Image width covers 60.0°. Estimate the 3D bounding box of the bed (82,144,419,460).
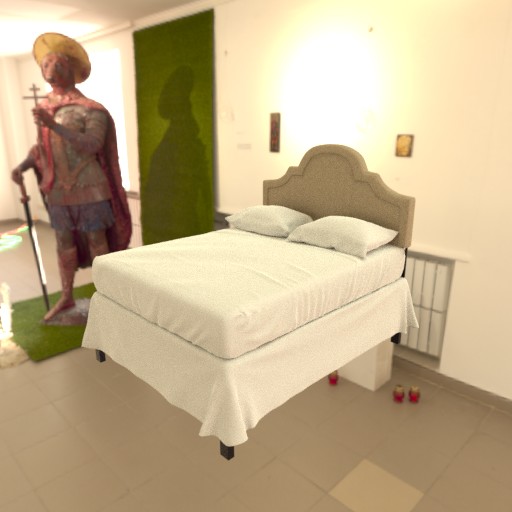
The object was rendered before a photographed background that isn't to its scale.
[{"bbox_3d":[0.000,0.000,3.428,1.780,1.634,2.222,16,22,43],"label":"bed"}]
